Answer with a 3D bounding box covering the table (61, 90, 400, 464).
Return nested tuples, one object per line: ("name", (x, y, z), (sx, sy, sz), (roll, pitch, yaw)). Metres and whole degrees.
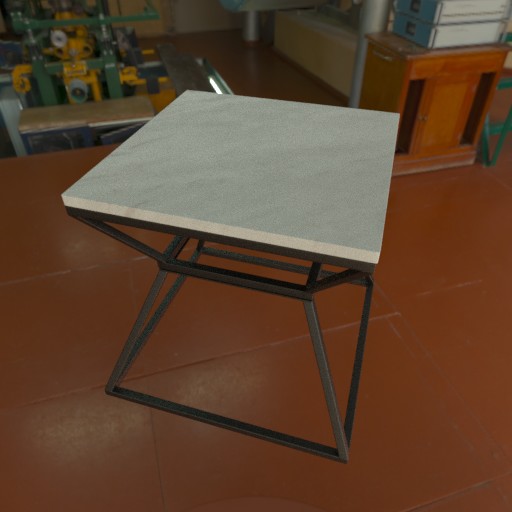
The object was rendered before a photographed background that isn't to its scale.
("table", (0.000, 0.000, 0.816), (0.455, 0.431, 0.455), (11, 41, 13))
